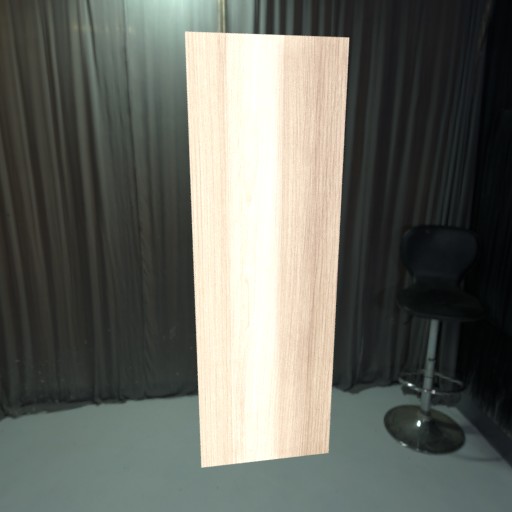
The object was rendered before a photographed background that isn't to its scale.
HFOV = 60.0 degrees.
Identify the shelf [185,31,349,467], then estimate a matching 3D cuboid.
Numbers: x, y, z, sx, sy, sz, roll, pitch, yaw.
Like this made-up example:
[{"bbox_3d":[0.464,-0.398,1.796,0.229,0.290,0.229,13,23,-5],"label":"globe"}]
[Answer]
[{"bbox_3d":[0.000,0.000,1.020,0.290,0.872,0.290,-2,15,-9],"label":"shelf"}]
